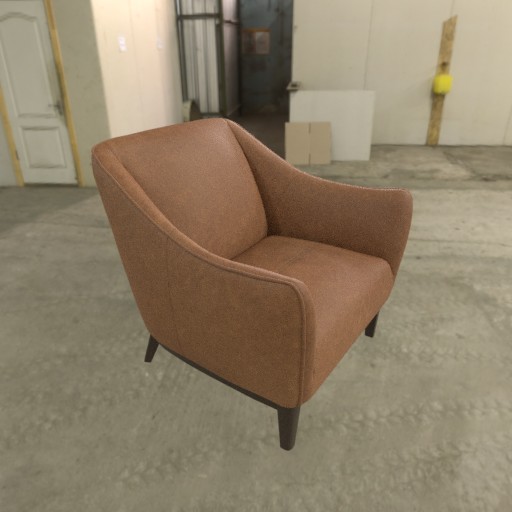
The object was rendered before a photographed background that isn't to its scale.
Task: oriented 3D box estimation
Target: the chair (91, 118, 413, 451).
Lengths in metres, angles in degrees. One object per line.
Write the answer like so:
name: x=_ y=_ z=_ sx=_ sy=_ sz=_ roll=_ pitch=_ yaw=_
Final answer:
chair: x=0.000 y=0.000 z=1.592 sx=0.852 sy=0.830 sz=0.871 roll=17 pitch=31 yaw=30
